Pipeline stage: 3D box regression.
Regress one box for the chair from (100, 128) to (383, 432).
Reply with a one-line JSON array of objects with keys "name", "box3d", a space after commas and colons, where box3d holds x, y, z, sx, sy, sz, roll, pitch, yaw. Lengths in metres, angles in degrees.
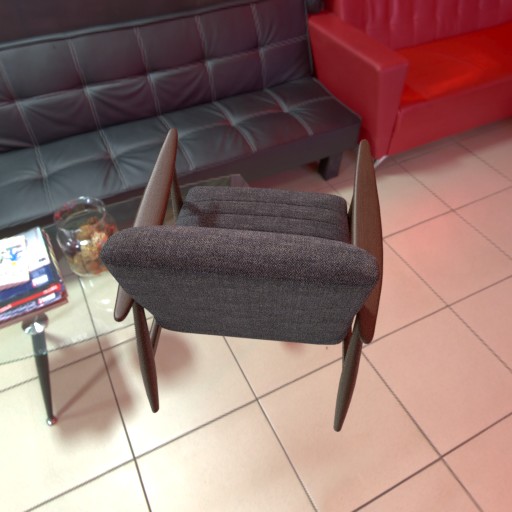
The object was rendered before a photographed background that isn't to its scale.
[{"name": "chair", "box3d": [0.000, 0.000, 1.404, 0.741, 0.832, 0.798, 4, 48, 4]}]
